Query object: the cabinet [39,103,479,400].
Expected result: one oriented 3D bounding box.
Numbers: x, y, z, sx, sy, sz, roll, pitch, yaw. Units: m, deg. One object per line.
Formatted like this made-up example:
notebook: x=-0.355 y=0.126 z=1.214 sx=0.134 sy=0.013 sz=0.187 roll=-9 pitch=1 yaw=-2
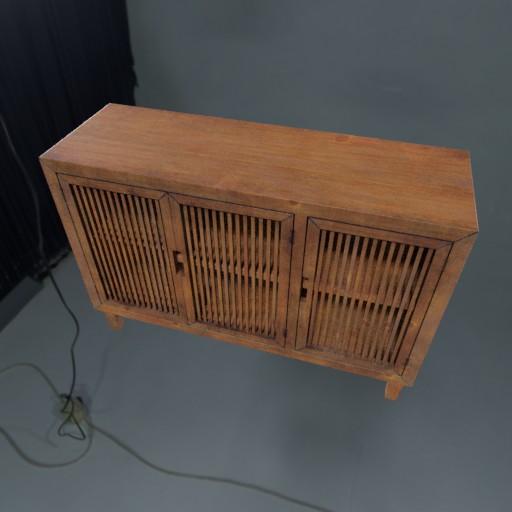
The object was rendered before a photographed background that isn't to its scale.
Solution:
cabinet: x=0.000 y=0.000 z=1.573 sx=1.204 sy=0.805 sz=0.403 roll=11 pitch=43 yaw=12
